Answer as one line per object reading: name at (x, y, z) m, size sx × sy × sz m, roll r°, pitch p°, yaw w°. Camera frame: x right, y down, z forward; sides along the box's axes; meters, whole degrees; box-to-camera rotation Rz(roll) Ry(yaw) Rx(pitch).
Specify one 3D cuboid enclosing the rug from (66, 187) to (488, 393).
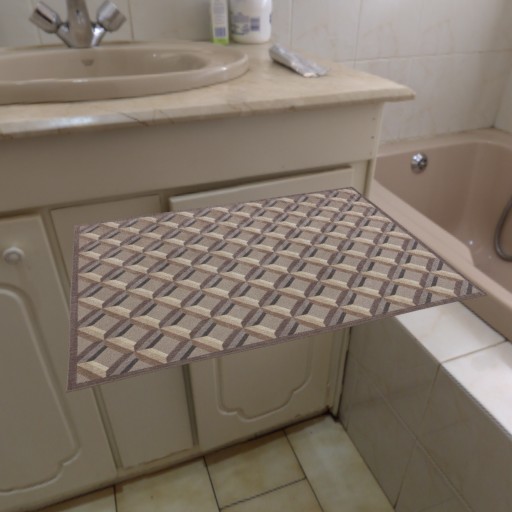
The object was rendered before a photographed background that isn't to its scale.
rug at (0.000, 0.000, 2.865) m, size 2.260 × 0.013 × 1.600 m, roll -10°, pitch 34°, yaw -15°
